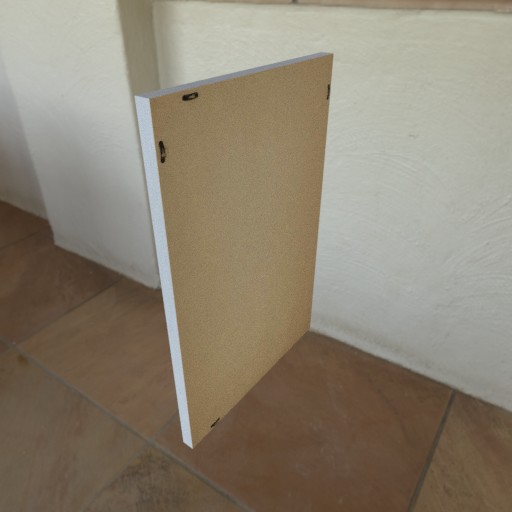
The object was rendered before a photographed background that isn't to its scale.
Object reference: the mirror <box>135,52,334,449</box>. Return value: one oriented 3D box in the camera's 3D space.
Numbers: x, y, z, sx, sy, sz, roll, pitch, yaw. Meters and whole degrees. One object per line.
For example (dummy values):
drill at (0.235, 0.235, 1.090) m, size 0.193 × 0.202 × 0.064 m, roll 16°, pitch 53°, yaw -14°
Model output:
mirror at (0.000, 0.000, 1.166) m, size 0.040 × 0.915 × 0.609 m, roll 22°, pitch 38°, yaw 31°
